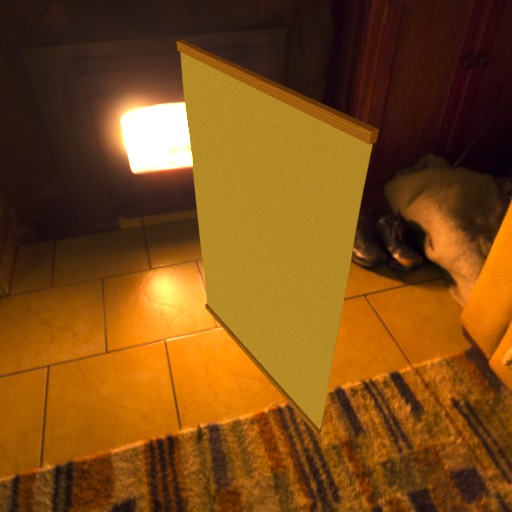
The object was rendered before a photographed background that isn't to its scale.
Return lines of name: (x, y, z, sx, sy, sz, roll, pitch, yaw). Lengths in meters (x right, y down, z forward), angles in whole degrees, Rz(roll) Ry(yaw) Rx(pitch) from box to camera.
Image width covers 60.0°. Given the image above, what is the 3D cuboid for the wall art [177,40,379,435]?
wall art: (0.000, 0.000, 1.918, 0.025, 1.521, 1.011, -26, 47, -27)
